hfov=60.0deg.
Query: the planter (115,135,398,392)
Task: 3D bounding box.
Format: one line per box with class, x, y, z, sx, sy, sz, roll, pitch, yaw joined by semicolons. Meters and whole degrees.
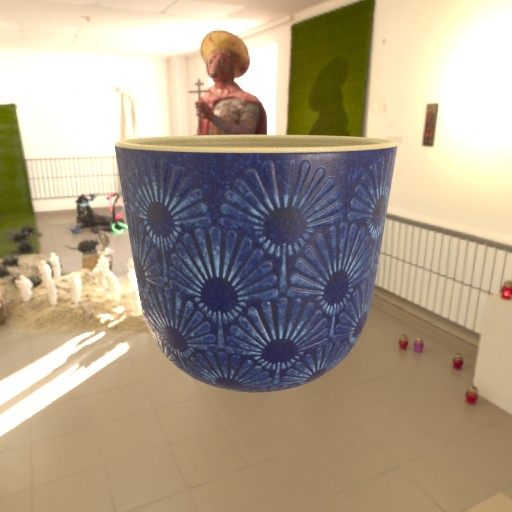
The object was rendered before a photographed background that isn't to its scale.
planter;0.000;0.000;0.300;0.170;0.153;0.170;0;17;0
